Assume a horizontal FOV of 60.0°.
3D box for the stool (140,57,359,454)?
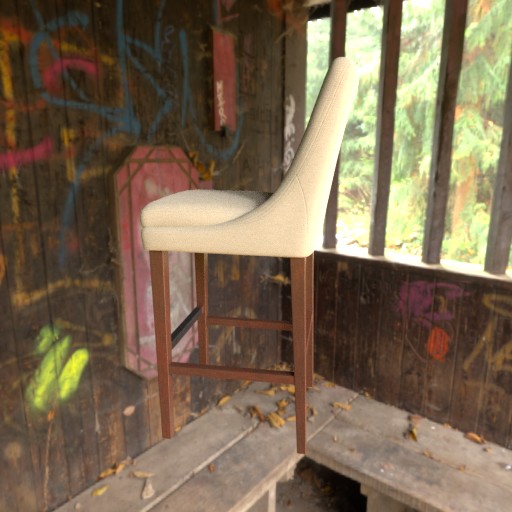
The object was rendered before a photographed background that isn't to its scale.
[{"bbox_3d":[0.000,0.000,1.397,0.577,1.078,0.470,2,14,10],"label":"stool"}]
